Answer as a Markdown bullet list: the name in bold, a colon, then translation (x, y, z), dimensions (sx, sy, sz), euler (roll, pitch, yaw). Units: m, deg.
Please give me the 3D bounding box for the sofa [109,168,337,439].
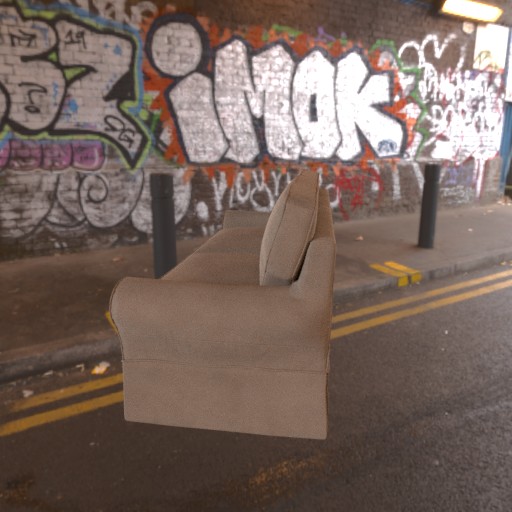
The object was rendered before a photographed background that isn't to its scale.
- **sofa**: translation (0.000, 0.000, 2.751), dimensions (0.900, 1.014, 2.246), euler (2, 14, 8)
